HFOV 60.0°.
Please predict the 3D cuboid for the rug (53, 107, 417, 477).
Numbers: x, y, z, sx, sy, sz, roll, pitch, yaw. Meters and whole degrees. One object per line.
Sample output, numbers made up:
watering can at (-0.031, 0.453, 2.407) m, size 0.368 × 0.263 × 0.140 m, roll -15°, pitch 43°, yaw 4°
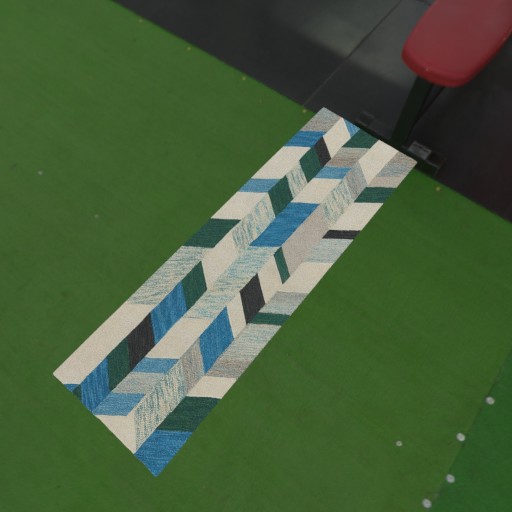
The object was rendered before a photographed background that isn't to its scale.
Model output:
rug at (0.000, 0.000, 2.643) m, size 0.774 × 0.008 × 2.437 m, roll 37°, pitch 70°, yaw 16°
